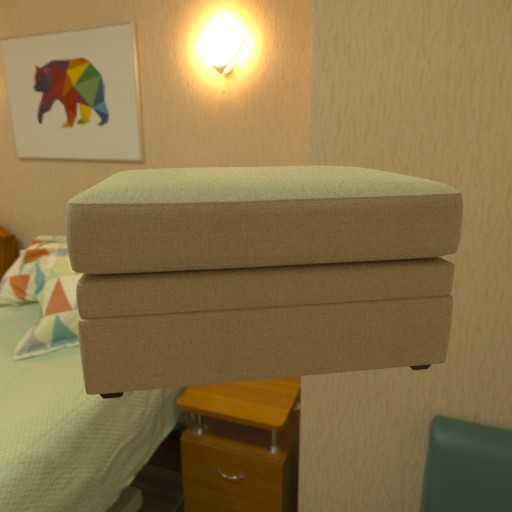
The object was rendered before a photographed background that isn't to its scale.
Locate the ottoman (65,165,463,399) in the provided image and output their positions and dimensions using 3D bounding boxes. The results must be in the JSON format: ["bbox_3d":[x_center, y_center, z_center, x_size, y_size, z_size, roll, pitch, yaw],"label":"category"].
[{"bbox_3d":[0.000,0.000,1.245,0.885,0.478,0.637,-3,15,-9],"label":"ottoman"}]
